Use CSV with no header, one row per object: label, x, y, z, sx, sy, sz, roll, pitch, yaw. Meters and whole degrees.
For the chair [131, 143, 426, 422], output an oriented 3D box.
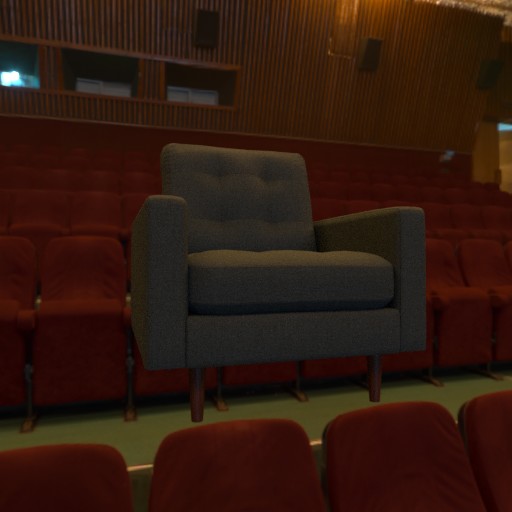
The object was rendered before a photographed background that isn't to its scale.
chair,0.000,0.000,1.563,0.821,0.880,0.843,0,-1,-18
